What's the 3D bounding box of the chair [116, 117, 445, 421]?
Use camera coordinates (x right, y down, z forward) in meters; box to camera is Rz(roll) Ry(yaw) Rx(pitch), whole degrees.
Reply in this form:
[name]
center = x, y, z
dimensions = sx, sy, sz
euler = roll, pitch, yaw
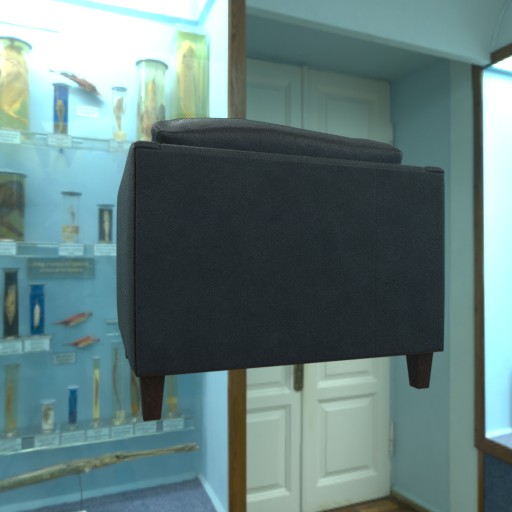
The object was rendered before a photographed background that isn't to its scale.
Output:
[chair]
center = 0.000, 0.000, 1.587
dimensions = 0.939, 0.811, 0.862
euler = 0, -1, -20
